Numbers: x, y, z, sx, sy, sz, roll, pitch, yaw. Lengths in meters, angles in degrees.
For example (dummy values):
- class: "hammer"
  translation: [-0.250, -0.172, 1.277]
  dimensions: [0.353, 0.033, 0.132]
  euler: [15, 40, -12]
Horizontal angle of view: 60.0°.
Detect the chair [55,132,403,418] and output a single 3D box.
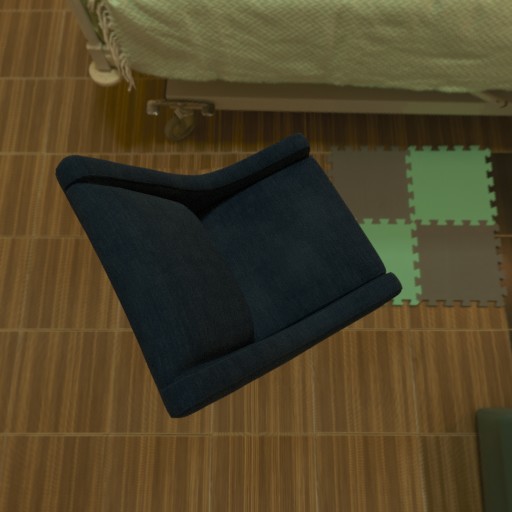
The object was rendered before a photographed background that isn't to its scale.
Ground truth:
- class: "chair"
  translation: [0.000, 0.000, 1.641]
  dimensions: [0.870, 1.014, 0.774]
  euler: [-28, 76, -7]
